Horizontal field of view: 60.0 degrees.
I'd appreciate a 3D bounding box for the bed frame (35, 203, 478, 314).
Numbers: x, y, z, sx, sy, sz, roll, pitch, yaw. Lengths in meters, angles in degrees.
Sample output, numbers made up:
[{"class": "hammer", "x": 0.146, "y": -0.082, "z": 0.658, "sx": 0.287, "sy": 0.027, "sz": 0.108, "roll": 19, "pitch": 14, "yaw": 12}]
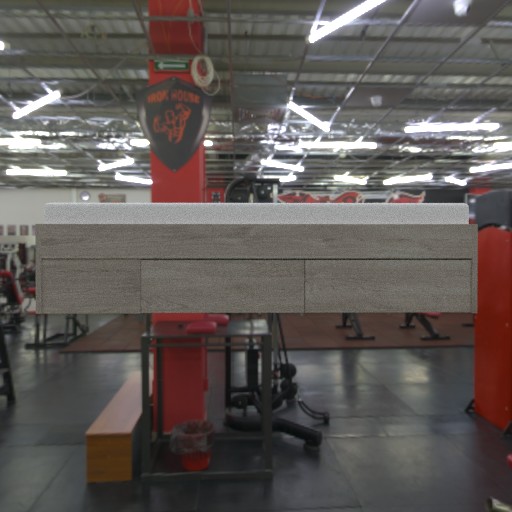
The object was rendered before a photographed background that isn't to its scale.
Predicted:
[{"class": "bed frame", "x": 0.000, "y": 0.000, "z": 2.673, "sx": 1.944, "sy": 0.490, "sz": 1.448, "roll": 0, "pitch": 1, "yaw": -1}]
